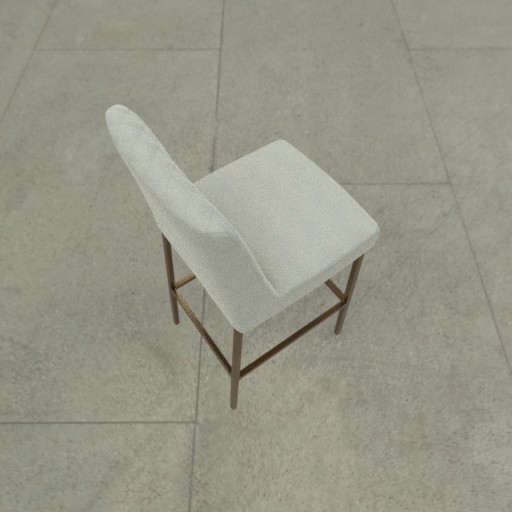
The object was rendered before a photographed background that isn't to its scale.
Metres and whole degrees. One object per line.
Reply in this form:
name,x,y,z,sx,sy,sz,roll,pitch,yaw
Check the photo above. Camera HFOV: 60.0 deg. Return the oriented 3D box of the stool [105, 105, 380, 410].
stool,0.000,0.000,1.356,0.546,1.084,0.462,-31,62,-18
